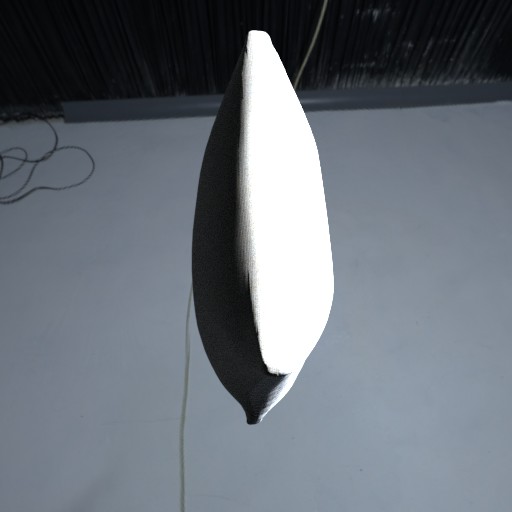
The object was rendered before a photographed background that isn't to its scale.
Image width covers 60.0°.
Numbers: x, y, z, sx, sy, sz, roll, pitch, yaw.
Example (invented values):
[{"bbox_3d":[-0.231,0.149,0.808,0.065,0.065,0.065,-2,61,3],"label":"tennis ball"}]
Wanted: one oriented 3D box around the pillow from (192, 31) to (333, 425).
[{"bbox_3d":[0.000,0.000,0.754,0.219,0.491,0.496,-2,64,-1],"label":"pillow"}]
